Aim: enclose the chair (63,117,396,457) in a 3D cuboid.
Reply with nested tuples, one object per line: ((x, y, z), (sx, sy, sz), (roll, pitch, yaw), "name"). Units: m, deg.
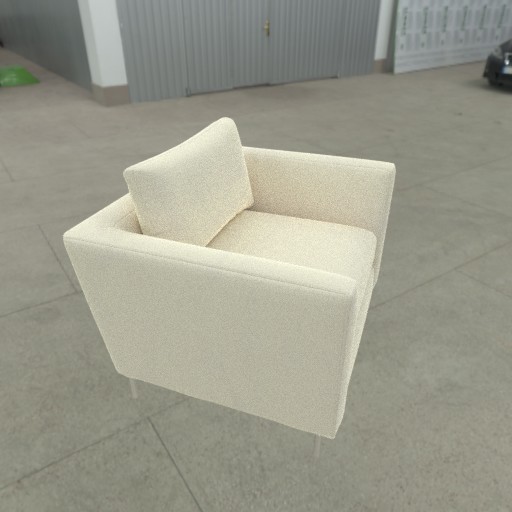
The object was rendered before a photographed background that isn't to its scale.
((0.000, 0.000, 1.713), (0.889, 0.865, 1.041), (11, 32, 18), "chair")
